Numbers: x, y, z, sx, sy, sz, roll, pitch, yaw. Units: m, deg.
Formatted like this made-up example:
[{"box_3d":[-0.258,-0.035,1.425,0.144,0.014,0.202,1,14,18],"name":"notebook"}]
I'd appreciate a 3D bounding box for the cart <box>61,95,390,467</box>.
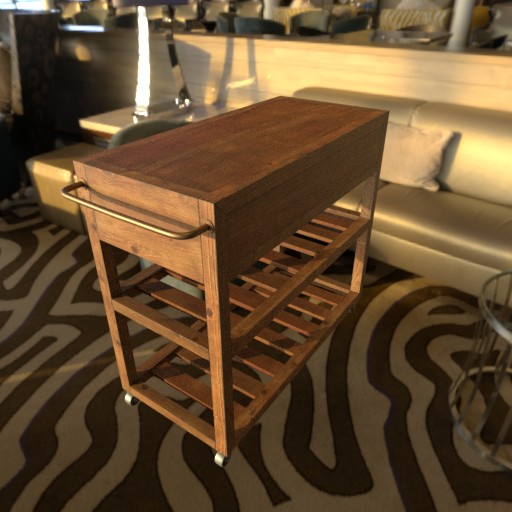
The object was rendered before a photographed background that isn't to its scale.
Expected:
[{"box_3d":[0.000,0.000,1.474,0.445,0.830,1.065,20,36,29],"name":"cart"}]
